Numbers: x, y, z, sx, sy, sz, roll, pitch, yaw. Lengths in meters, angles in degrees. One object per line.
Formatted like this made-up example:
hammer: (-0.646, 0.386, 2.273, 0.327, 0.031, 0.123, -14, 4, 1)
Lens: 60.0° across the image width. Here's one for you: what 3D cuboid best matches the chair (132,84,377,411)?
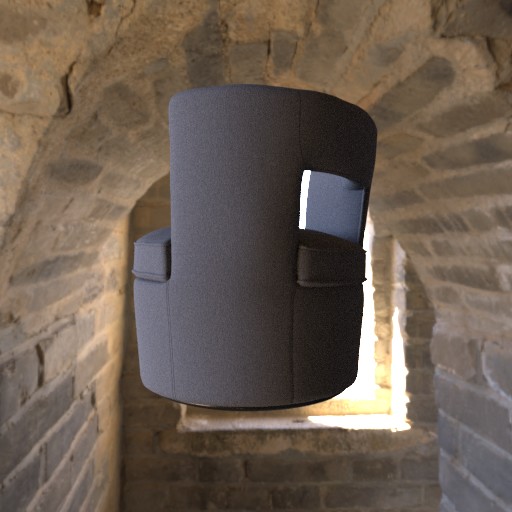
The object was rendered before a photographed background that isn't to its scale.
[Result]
chair: (0.000, 0.000, 1.258, 0.660, 0.719, 0.689, -1, -1, 37)
